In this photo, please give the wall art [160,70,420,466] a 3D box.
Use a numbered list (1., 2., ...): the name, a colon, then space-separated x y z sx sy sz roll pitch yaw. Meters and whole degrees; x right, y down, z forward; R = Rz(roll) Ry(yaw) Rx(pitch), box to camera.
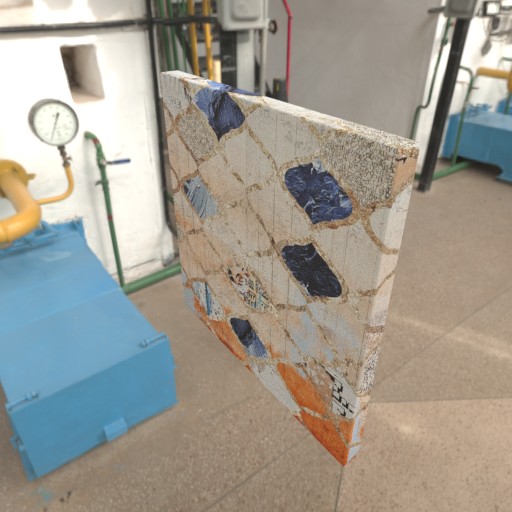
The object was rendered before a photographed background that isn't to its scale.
1. wall art: 0.000 0.000 0.735 0.038 0.508 0.507 -22 38 -30
